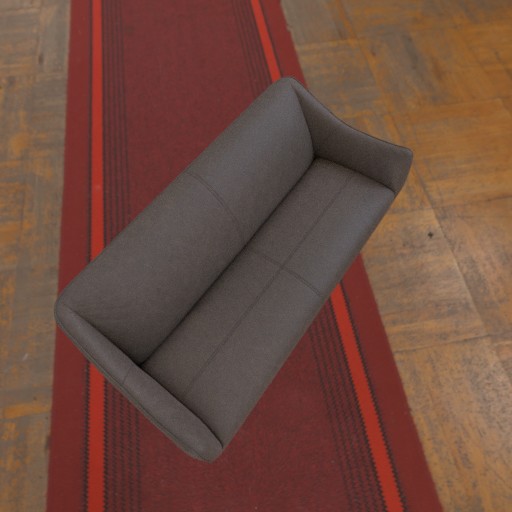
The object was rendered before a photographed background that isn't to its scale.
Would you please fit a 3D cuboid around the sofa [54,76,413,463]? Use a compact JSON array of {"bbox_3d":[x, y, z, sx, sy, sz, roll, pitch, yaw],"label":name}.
[{"bbox_3d":[0.000,0.000,2.372,0.869,0.831,1.928,32,65,17],"label":"sofa"}]
